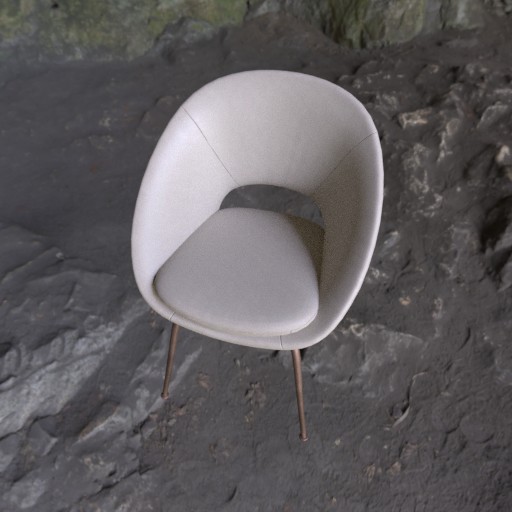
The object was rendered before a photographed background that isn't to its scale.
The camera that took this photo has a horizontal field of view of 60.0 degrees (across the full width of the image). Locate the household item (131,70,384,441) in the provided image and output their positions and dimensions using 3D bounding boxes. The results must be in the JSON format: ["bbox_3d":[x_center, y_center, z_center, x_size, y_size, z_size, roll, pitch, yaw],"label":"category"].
[{"bbox_3d":[0.000,0.000,1.259,0.623,0.852,0.573,12,43,13],"label":"household item"}]
